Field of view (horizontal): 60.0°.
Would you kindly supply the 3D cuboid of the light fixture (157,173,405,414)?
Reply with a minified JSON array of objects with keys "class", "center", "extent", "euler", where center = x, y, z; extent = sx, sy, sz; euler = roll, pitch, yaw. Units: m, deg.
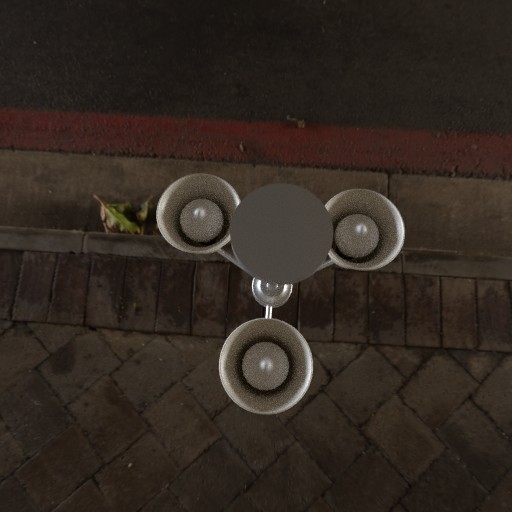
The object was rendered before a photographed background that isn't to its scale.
[{"class":"light fixture","center":[0.000,0.000,0.699],"extent":[0.354,0.370,0.388],"euler":[35,77,9]}]
